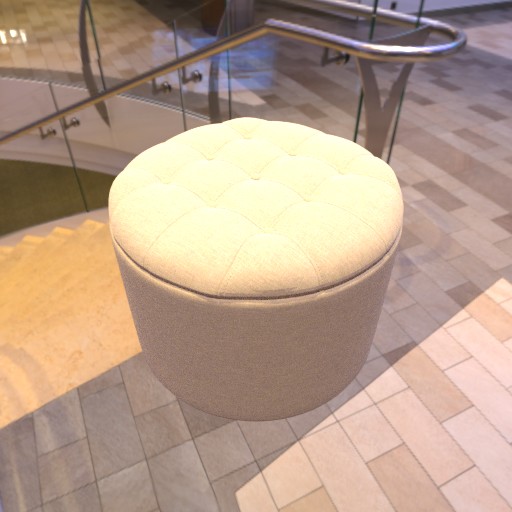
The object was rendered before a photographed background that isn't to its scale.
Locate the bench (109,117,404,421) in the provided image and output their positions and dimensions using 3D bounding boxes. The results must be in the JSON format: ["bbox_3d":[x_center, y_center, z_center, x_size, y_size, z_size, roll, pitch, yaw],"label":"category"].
[{"bbox_3d":[0.000,0.000,1.027,0.600,0.454,0.600,0,40,0],"label":"bench"}]
